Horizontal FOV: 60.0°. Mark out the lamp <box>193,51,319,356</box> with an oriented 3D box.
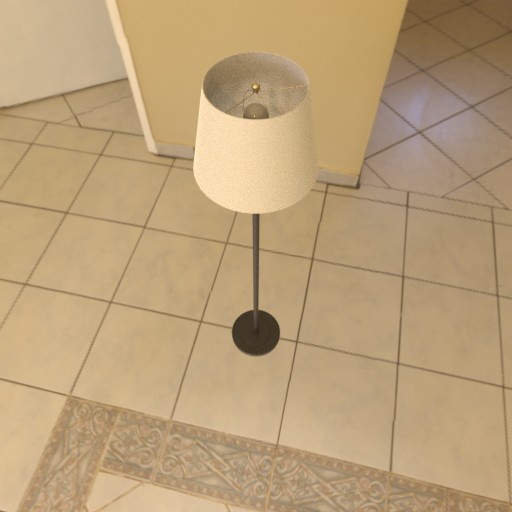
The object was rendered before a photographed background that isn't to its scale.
[{"bbox_3d":[0.000,0.000,1.635,0.348,1.473,0.348,3,58,2],"label":"lamp"}]
